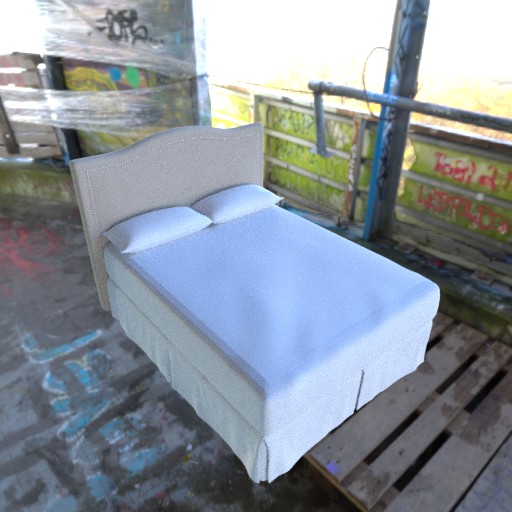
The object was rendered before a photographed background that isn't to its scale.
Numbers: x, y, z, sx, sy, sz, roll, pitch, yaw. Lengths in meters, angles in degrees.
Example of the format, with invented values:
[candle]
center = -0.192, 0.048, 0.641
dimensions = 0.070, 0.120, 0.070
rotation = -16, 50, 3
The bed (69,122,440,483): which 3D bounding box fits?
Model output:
[bed]
center = 0.000, 0.000, 3.118
dimensions = 1.678, 1.398, 2.052
rotation = -23, 37, -33
